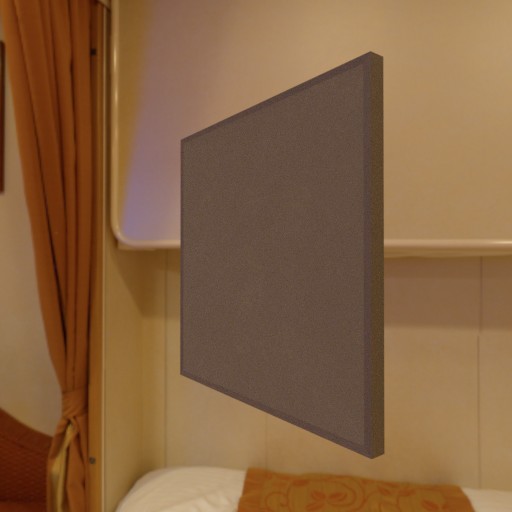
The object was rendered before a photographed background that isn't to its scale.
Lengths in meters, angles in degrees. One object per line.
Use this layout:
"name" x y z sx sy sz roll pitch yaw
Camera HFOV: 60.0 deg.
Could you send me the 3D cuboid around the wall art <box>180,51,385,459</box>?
"wall art" 0.000 0.000 1.139 0.038 0.758 0.761 0 -1 -37
